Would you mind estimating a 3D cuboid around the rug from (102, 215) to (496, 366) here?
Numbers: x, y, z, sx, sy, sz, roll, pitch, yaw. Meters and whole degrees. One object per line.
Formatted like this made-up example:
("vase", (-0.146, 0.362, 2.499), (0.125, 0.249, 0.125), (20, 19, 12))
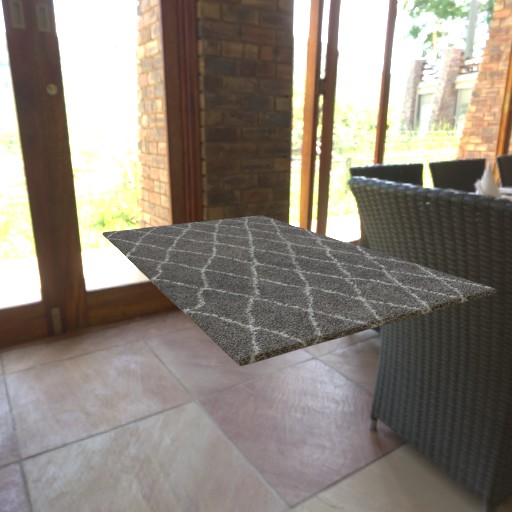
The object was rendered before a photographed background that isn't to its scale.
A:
("rug", (0.000, 0.000, 2.974), (1.524, 0.030, 2.438), (-9, 18, -28))
